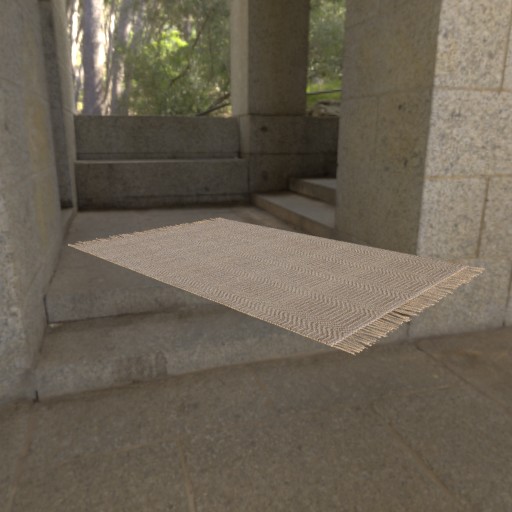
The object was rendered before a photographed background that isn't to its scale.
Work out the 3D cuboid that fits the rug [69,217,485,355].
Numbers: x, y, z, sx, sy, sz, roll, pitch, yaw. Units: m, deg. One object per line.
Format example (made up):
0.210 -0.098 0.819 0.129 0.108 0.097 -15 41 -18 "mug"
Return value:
0.000 0.000 3.058 2.523 0.034 1.528 14 21 42 "rug"
